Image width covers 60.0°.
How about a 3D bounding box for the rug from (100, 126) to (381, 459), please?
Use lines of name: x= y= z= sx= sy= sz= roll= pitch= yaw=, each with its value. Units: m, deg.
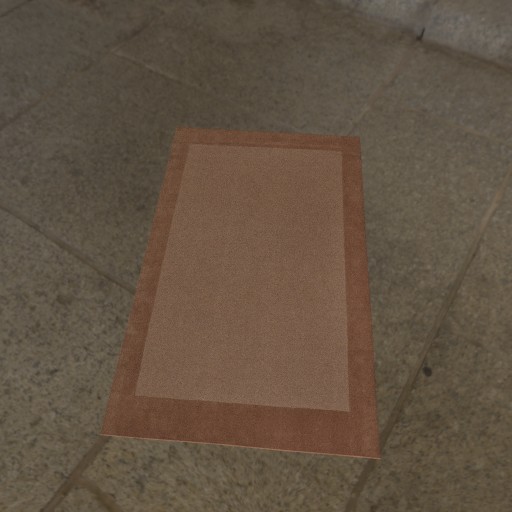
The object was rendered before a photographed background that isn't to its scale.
rug: x=0.000 y=0.000 z=3.037 sx=1.524 sy=0.014 sz=2.438 roll=4 pitch=58 yaw=2
